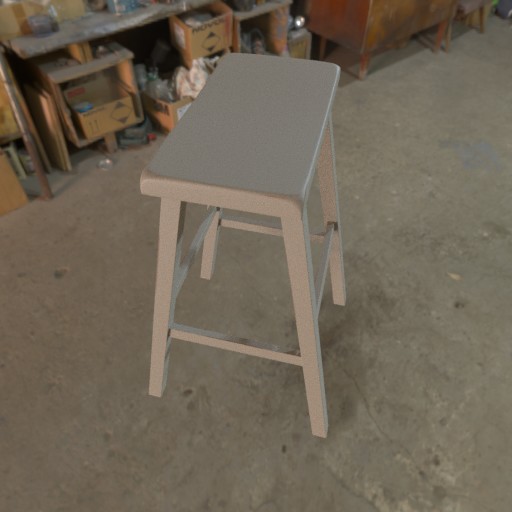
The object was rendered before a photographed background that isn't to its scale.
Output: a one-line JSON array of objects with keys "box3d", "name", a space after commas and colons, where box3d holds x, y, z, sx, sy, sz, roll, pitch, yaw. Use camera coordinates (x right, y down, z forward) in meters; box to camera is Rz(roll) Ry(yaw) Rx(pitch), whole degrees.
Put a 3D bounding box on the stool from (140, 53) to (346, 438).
[{"box3d": [0.000, 0.000, 1.030, 0.476, 0.737, 0.457, 10, 48, 10], "name": "stool"}]
